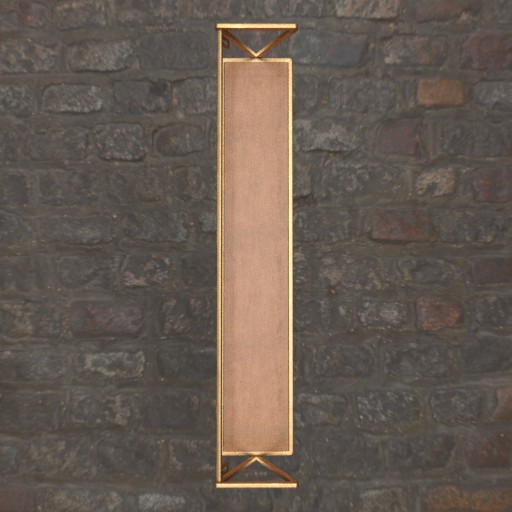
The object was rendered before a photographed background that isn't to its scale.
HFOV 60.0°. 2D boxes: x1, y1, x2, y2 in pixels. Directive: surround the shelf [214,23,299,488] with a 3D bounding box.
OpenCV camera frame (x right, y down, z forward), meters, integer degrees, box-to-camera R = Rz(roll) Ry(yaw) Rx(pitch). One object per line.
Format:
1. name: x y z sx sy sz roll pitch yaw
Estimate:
1. shelf: 0.000 0.000 1.008 0.150 0.450 0.822 0 89 0
